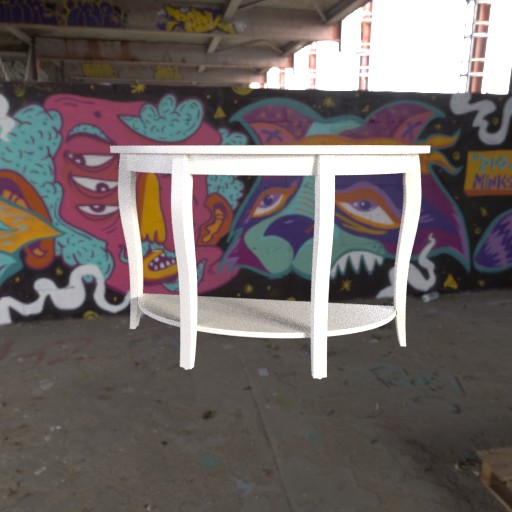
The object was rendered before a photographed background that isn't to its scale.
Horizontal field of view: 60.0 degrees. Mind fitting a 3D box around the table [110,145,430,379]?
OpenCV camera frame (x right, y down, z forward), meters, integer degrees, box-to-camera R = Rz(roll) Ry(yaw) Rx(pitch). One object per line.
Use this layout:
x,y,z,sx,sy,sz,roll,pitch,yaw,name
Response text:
0.000,0.000,1.616,1.219,0.780,0.394,2,14,9,table
